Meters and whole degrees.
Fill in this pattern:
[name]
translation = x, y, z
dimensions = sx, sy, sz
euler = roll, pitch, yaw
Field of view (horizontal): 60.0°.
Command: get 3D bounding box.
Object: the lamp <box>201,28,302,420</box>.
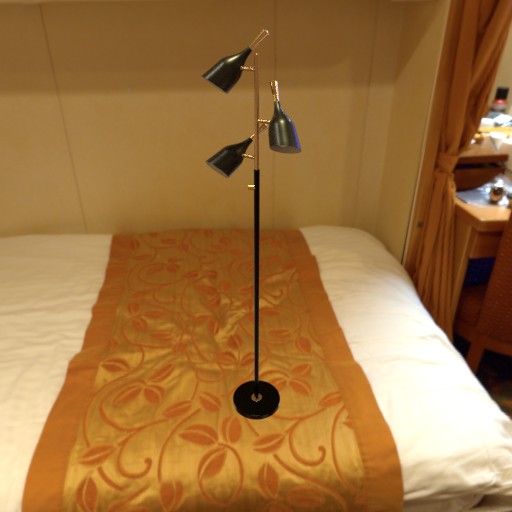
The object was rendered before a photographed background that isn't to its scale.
[lamp]
translation = 0.000, 0.000, 1.952
dimensions = 0.434, 1.778, 0.253
euler = 20, 35, 31
